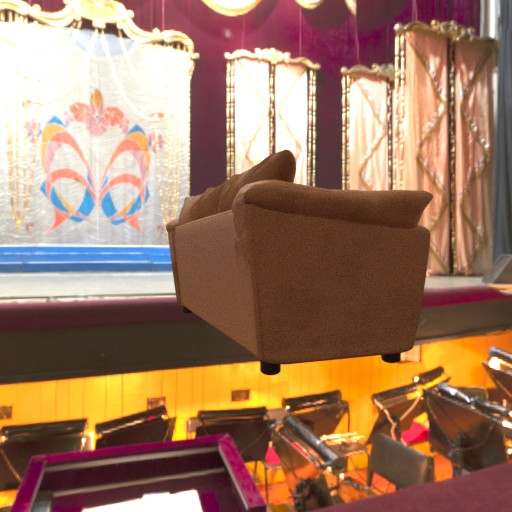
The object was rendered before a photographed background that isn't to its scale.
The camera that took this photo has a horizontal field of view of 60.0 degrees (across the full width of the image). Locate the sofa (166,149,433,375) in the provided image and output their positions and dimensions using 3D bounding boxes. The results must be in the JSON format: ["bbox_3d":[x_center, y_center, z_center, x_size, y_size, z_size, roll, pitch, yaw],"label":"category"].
[{"bbox_3d":[0.000,0.000,2.903,0.893,0.981,2.377,0,1,-19],"label":"sofa"}]
